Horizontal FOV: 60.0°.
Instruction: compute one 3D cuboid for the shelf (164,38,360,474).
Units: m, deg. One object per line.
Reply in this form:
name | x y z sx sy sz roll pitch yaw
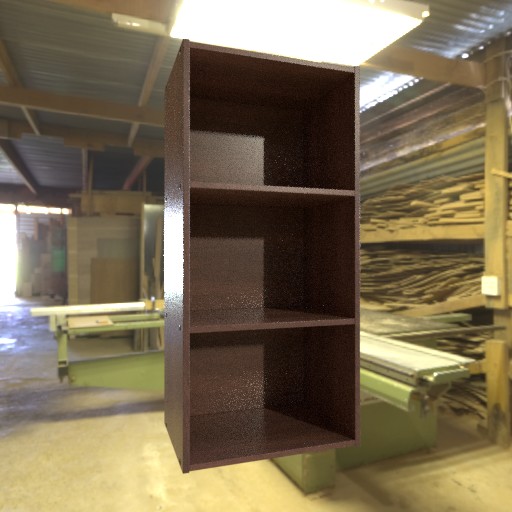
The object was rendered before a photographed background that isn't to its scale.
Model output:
shelf | 0.000 0.000 1.098 0.414 0.879 0.290 0 0 -19
